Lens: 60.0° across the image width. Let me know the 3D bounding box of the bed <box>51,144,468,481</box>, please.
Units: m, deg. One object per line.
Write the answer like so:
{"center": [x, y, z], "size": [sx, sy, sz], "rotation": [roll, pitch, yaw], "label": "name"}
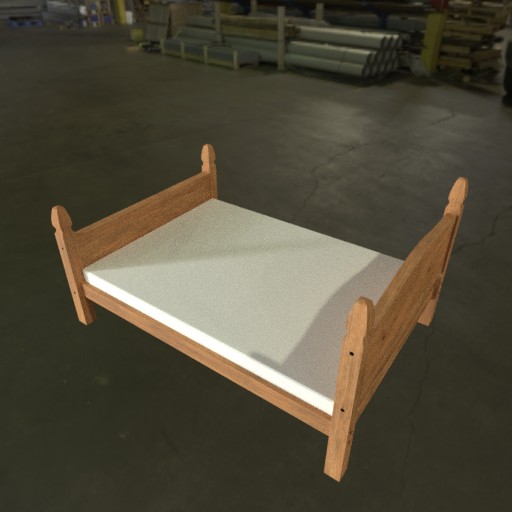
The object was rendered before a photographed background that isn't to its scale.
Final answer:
{"center": [0.000, 0.000, 2.898], "size": [2.069, 1.100, 1.490], "rotation": [21, 38, 29], "label": "bed"}
